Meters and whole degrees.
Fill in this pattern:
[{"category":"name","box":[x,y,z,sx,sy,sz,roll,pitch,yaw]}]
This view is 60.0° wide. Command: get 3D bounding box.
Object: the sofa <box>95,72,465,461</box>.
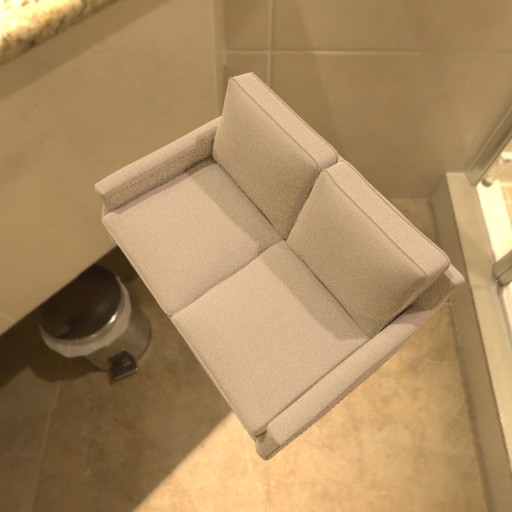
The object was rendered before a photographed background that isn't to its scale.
[{"category":"sofa","box":[0.000,0.000,2.277,1.084,1.003,1.597,-34,68,-15]}]
